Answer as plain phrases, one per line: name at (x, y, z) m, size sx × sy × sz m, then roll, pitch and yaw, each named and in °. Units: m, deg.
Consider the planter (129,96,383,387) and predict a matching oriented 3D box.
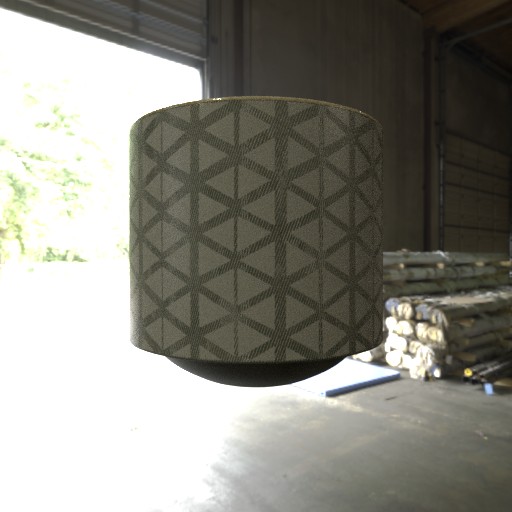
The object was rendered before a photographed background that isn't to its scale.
planter at (0.000, 0.000, 0.345) m, size 0.190 × 0.181 × 0.190 m, roll 0°, pitch 0°, yaw 0°
